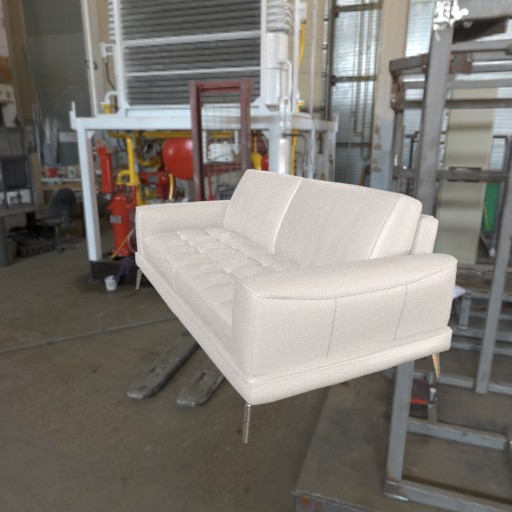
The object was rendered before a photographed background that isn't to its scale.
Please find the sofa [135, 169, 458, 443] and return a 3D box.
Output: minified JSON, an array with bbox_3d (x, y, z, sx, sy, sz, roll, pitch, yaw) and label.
[{"bbox_3d":[0.000,0.000,2.736,1.121,0.930,2.177,-7,17,-25],"label":"sofa"}]
